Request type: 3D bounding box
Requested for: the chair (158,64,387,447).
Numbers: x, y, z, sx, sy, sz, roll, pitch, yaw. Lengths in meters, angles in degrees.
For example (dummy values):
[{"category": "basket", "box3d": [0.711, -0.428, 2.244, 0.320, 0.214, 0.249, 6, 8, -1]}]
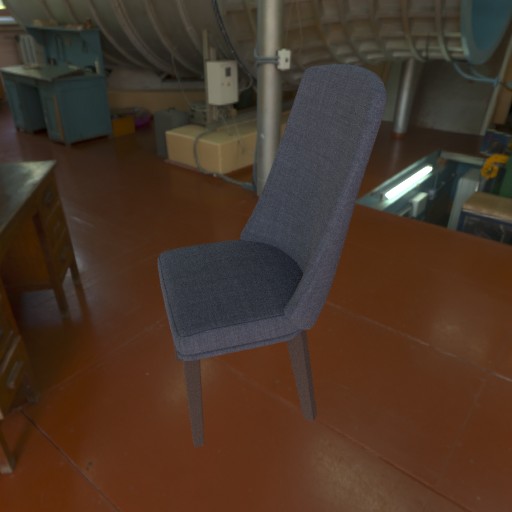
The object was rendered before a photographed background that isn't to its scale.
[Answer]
[{"category": "chair", "box3d": [0.000, 0.000, 1.349, 0.577, 1.050, 0.510, -9, 31, -15]}]
